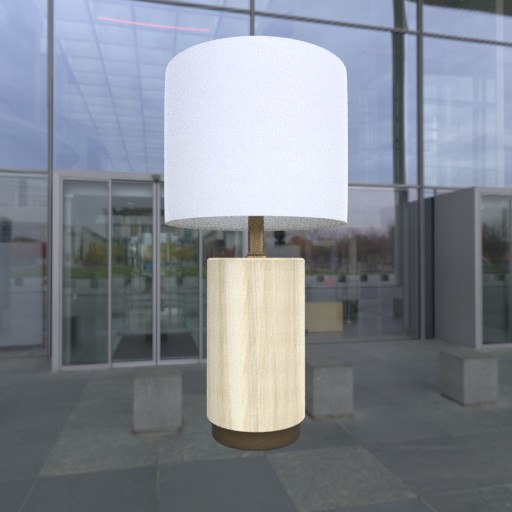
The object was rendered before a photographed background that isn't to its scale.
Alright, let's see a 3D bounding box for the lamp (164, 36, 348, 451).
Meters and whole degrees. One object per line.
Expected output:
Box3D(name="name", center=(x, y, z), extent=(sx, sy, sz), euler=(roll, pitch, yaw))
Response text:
Box3D(name="lamp", center=(0.000, 0.000, 0.560), extent=(0.228, 0.444, 0.228), euler=(0, -1, 2))
